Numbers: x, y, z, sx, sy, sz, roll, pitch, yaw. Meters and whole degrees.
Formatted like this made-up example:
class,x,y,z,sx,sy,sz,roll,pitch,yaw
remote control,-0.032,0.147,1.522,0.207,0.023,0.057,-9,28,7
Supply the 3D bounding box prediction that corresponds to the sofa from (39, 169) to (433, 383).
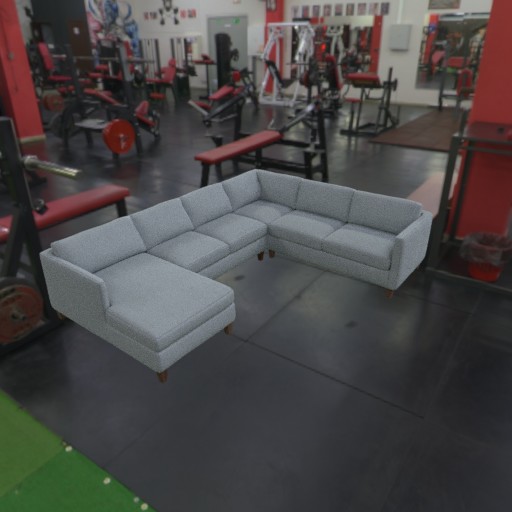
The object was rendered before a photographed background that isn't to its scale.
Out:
class,x,y,z,sx,sy,sz,roll,pitch,yaw
sofa,0.000,0.000,4.573,2.551,0.853,3.238,19,32,33
